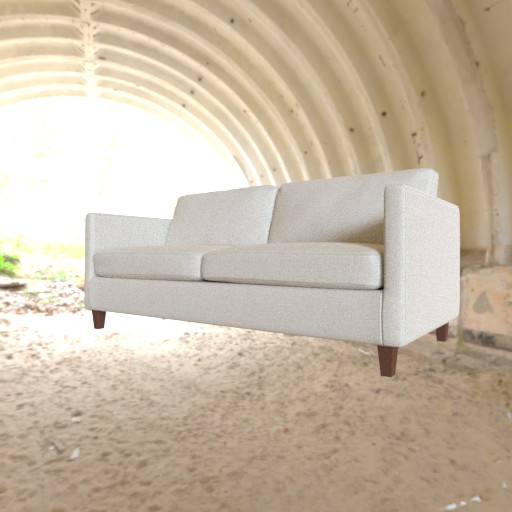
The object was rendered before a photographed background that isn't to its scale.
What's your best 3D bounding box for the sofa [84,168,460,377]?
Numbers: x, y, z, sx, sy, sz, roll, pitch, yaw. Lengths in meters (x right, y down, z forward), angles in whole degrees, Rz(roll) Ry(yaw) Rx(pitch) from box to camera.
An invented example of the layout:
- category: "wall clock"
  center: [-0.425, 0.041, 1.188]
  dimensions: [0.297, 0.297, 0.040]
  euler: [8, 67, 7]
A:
- category: "sofa"
  center: [0.000, 0.000, 2.517]
  dimensions: [1.981, 0.889, 0.965]
  euler: [0, 0, 36]
